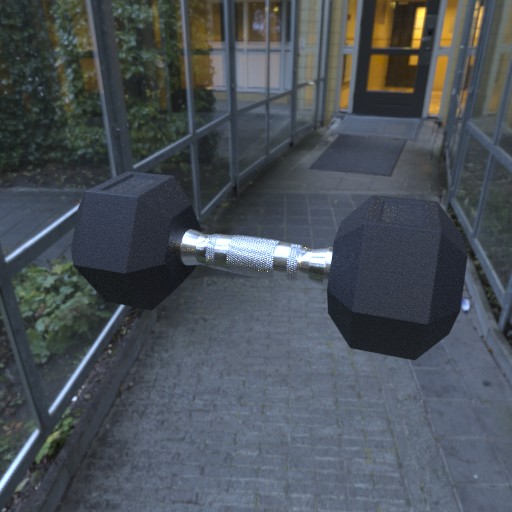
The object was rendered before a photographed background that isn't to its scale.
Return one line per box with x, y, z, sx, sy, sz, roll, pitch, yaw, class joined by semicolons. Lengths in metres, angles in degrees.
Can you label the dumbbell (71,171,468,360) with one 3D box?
0.000;0.000;0.324;0.272;0.092;0.106;8;28;16;dumbbell
